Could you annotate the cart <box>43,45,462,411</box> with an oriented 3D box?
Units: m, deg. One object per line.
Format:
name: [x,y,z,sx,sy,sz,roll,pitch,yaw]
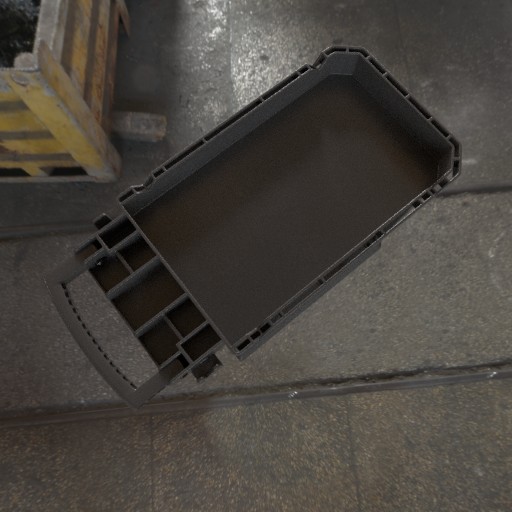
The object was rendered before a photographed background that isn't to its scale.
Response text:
cart: [0.000,0.000,1.524,1.061,0.884,0.497,-38,79,-9]
